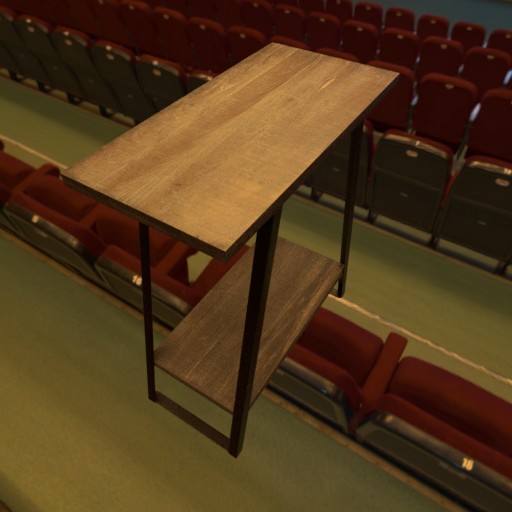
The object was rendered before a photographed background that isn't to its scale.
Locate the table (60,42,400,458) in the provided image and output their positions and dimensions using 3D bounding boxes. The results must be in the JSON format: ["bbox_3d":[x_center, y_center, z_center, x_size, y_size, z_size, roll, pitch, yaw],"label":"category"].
[{"bbox_3d":[0.000,0.000,1.020,0.300,0.701,0.599,25,51,22],"label":"table"}]
